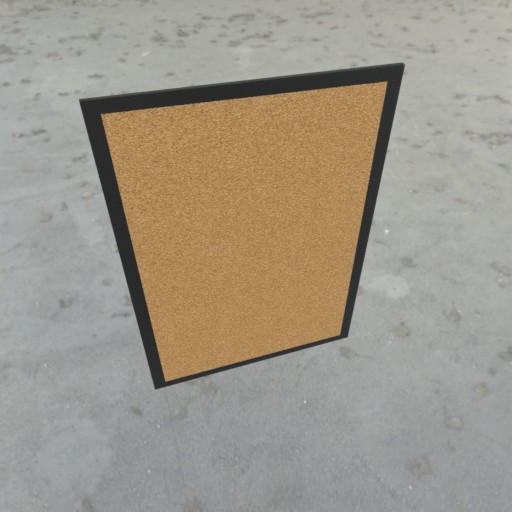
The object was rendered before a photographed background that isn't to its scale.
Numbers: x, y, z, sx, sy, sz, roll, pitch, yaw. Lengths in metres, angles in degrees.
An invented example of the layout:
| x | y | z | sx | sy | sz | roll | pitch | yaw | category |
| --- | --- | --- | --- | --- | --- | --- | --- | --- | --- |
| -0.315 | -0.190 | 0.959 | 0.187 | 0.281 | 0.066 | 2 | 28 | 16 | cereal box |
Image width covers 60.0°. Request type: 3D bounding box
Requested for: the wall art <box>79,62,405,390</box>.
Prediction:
| x | y | z | sx | sy | sz | roll | pitch | yaw | category |
| --- | --- | --- | --- | --- | --- | --- | --- | --- | --- |
| 0.000 | 0.000 | 1.240 | 0.707 | 0.967 | 0.013 | -12 | 42 | -14 | wall art |
